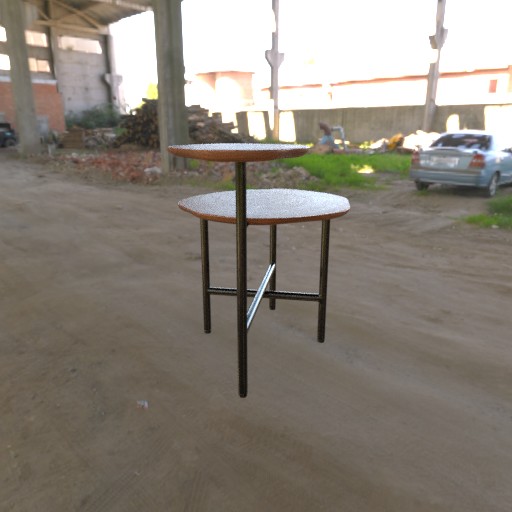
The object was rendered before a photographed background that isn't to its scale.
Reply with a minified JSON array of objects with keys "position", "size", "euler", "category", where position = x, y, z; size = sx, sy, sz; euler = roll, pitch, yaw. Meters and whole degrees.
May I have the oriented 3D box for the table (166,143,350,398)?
[{"position":[0.000,0.000,1.088],"size":[0.442,0.538,0.759],"euler":[3,16,10],"category":"table"}]
